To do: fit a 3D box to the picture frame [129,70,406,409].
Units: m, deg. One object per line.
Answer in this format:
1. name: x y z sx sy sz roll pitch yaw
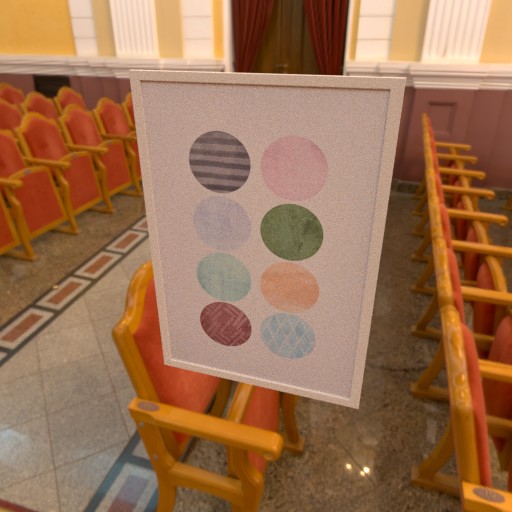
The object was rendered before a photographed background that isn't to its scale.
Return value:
1. picture frame: 0.000 0.000 1.230 0.659 0.940 0.013 8 28 16
